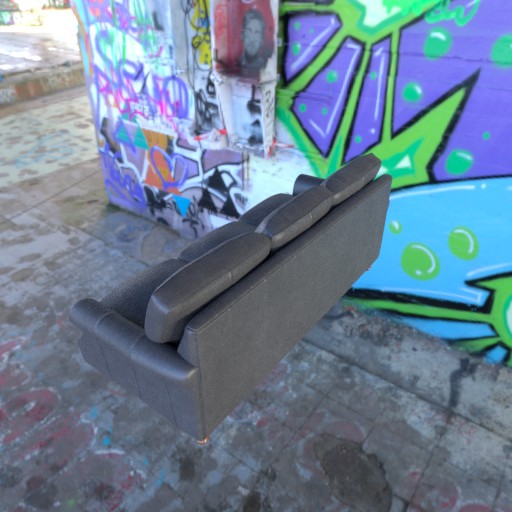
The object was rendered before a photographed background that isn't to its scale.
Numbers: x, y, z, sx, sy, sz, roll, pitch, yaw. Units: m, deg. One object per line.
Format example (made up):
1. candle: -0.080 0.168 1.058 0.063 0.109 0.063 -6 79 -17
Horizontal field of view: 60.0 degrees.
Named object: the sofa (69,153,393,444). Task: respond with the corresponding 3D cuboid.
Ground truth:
1. sofa: 0.000 0.000 2.990 0.974 0.977 2.387 22 38 30
